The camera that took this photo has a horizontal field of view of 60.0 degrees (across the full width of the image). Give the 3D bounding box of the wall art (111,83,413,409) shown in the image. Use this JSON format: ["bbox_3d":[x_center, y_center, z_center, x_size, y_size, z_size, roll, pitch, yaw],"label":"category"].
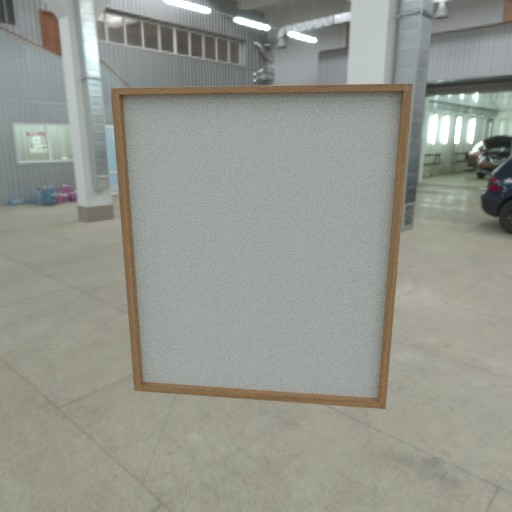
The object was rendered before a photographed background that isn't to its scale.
[{"bbox_3d":[0.000,0.000,0.987,0.609,0.710,0.021,2,15,7],"label":"wall art"}]
